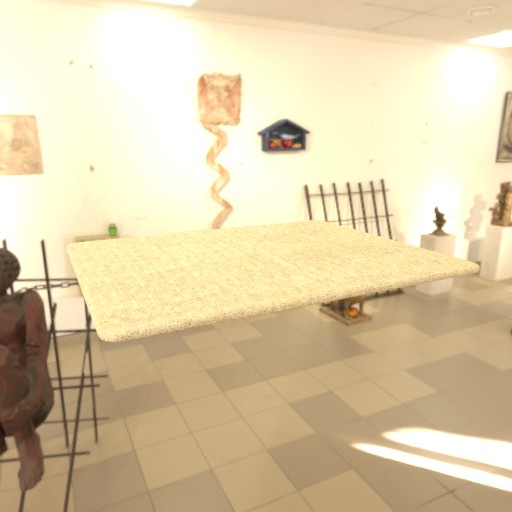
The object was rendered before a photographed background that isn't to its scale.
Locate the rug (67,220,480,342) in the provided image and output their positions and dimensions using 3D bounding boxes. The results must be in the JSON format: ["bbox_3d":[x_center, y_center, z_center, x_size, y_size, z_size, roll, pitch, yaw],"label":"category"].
[{"bbox_3d":[0.000,0.000,3.361,2.528,0.048,2.009,-7,17,-26],"label":"rug"}]
